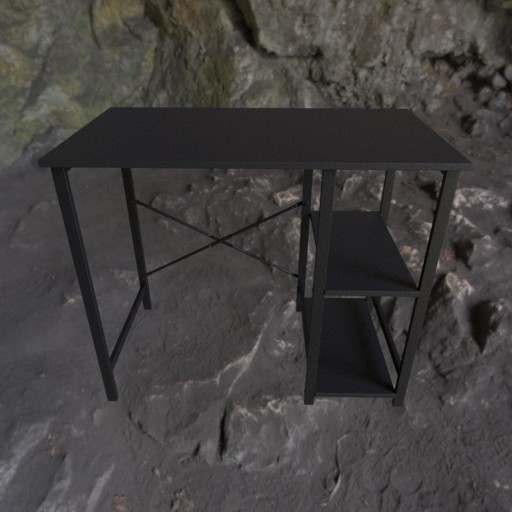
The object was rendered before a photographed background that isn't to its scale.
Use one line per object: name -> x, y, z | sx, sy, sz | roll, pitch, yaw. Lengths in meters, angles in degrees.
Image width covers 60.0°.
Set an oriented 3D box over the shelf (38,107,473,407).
shelf -> 0.000, 0.000, 1.321 | 0.902, 0.749, 0.498 | 1, 31, 1
